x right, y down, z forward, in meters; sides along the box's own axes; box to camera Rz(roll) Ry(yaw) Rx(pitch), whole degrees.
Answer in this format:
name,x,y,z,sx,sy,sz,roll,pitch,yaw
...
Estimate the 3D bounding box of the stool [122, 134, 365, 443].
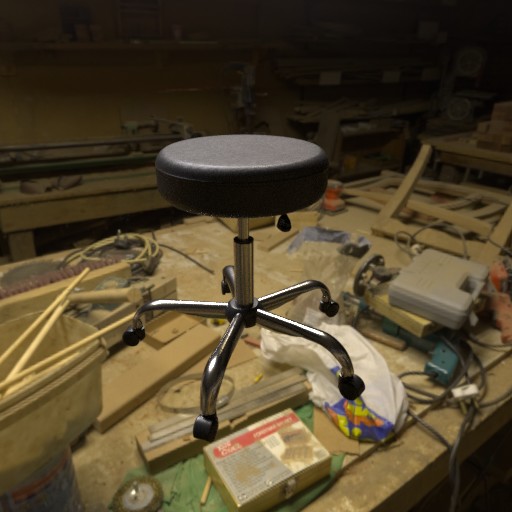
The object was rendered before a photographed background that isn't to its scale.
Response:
name,x,y,z,sx,sy,sz,roll,pitch,yaw
stool,0.000,0.000,1.173,0.638,0.576,0.673,-16,29,-31
